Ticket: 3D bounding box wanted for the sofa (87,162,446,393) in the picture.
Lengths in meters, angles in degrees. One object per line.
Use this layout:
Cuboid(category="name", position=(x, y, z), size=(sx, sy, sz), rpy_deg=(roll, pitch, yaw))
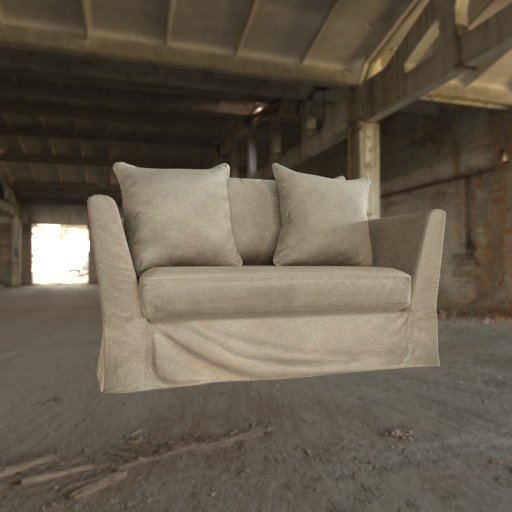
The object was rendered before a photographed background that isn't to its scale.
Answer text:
Cuboid(category="sofa", position=(0.000, 0.000, 2.328), size=(1.608, 1.040, 1.035), rpy_deg=(0, -1, -18))
